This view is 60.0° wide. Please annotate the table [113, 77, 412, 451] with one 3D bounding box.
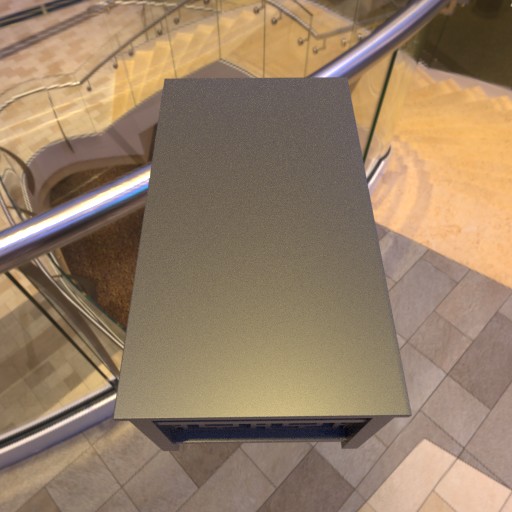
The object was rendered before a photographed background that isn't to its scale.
[{"bbox_3d":[0.000,0.000,1.377,0.612,0.493,1.068,-1,58,0],"label":"table"}]
